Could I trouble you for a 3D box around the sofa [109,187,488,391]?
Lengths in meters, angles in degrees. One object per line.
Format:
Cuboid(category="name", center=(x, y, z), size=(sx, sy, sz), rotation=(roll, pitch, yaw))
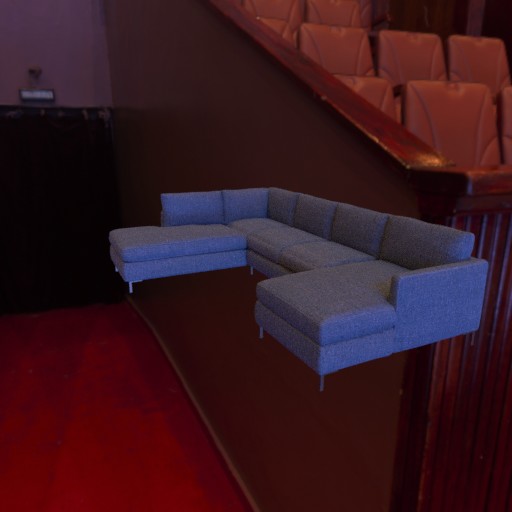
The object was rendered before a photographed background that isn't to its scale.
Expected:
Cuboid(category="sofa", center=(0.000, 0.000, 3.519), size=(1.879, 0.753, 2.737), rotation=(-8, 17, -25))
